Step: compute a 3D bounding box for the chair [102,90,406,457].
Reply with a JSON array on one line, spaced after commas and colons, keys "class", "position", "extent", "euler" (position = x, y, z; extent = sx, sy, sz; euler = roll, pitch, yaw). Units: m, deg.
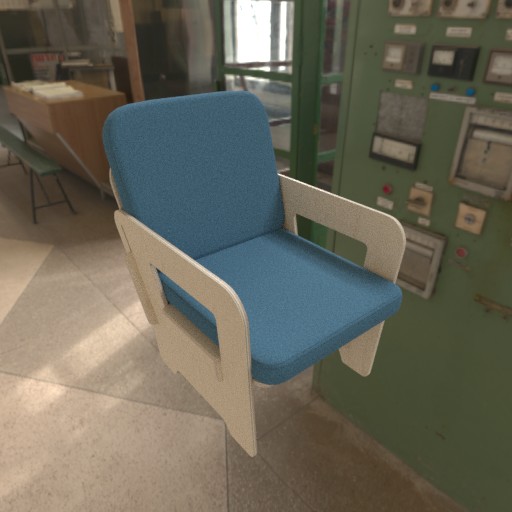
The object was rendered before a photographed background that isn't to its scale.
[{"class": "chair", "position": [0.000, 0.000, 1.182], "extent": [0.547, 0.747, 0.657], "euler": [-21, 35, -34]}]
